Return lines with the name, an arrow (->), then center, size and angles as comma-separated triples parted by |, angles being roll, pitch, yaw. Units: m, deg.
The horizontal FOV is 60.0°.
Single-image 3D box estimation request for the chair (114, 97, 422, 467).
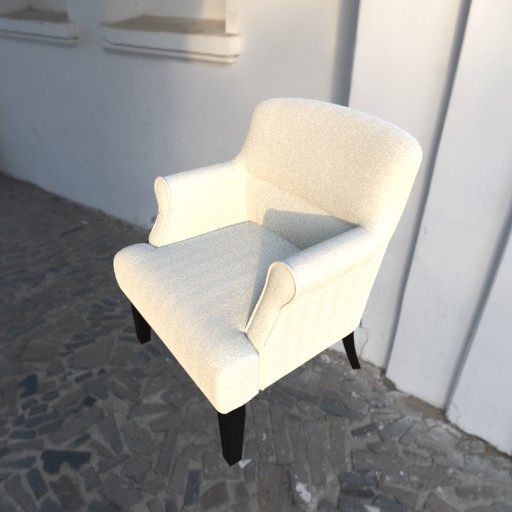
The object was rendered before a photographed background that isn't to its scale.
chair -> 0.000, 0.000, 1.477 | 0.750, 0.875, 0.781 | -21, 38, -30
